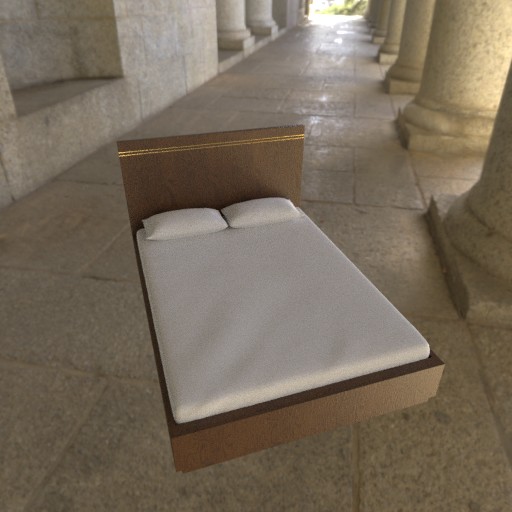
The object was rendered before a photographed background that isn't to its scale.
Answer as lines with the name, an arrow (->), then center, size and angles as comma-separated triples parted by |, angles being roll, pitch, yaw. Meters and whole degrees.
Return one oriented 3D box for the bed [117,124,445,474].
bed -> 0.000, 0.000, 3.160 | 1.613, 1.169, 2.221 | -10, 33, -15
